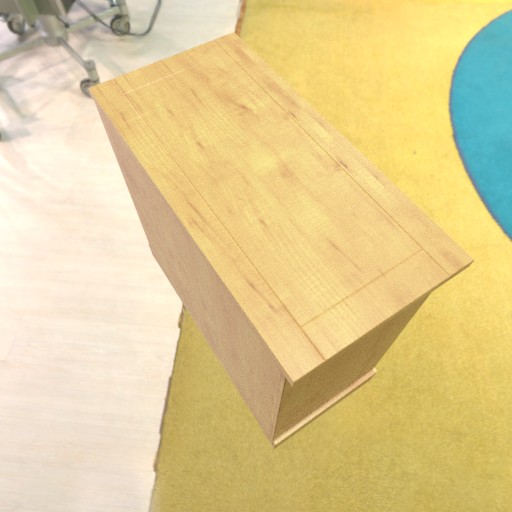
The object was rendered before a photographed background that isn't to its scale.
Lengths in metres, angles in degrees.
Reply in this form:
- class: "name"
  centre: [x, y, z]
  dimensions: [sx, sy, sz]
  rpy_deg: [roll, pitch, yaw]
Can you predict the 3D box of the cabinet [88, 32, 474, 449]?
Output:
- class: "cabinet"
  centre: [0.000, 0.000, 1.387]
  dimensions: [0.450, 0.840, 0.920]
  rpy_deg: [-29, 63, -16]
